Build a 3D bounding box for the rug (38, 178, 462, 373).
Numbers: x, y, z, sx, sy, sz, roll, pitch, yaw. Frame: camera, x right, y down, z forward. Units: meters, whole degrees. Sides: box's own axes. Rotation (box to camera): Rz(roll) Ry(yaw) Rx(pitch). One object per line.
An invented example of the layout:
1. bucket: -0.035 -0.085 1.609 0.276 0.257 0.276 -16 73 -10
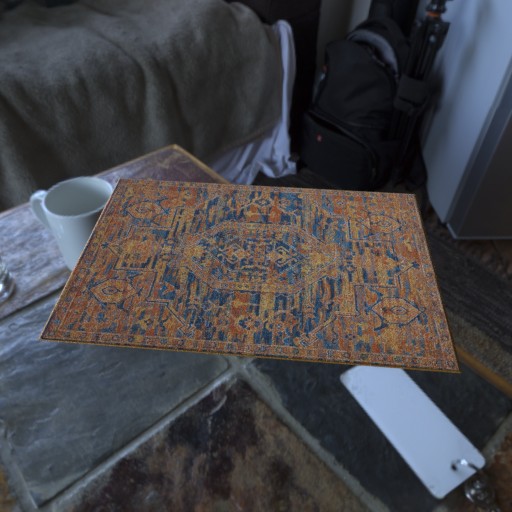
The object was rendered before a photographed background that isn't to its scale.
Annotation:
1. rug: 0.000 0.000 2.223 1.758 0.013 1.148 4 46 3
